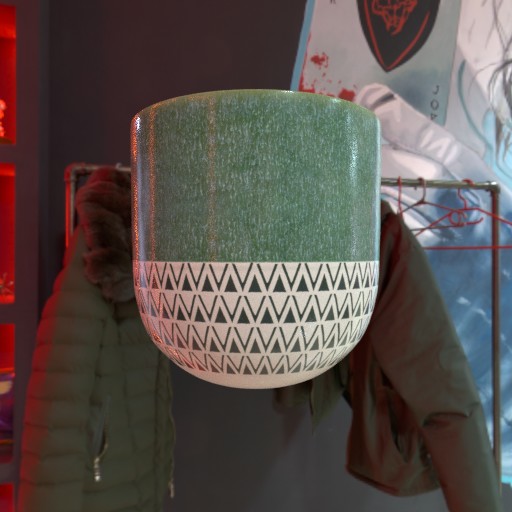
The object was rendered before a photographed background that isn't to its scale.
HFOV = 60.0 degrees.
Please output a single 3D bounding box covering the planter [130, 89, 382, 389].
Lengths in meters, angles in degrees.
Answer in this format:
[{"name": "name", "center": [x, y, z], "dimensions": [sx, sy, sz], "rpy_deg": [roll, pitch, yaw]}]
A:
[{"name": "planter", "center": [0.000, 0.000, 0.489], "dimensions": [0.266, 0.270, 0.266], "rpy_deg": [0, 0, 0]}]
